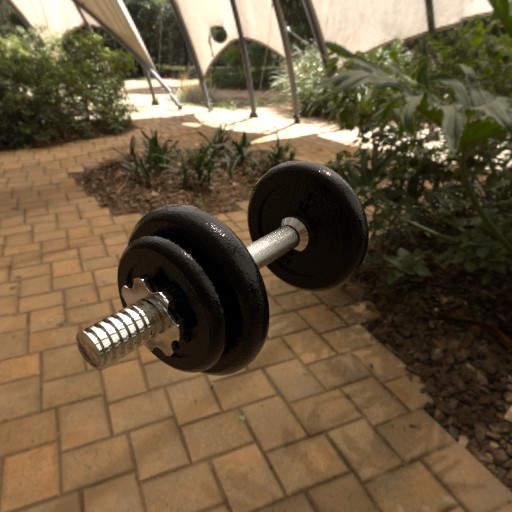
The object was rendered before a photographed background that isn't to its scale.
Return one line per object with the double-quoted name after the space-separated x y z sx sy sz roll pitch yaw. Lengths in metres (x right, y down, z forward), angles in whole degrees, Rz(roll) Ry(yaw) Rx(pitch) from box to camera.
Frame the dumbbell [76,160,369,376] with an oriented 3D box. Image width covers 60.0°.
0.000 0.000 0.579 0.202 0.202 0.497 19 32 33 "dumbbell"
